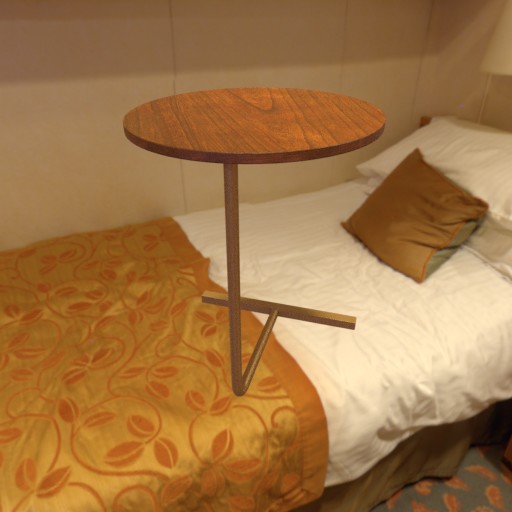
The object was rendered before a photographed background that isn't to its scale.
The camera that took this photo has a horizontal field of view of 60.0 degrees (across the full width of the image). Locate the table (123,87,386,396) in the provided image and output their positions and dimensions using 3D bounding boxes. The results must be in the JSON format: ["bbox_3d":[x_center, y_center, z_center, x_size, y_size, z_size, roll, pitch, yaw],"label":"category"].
[{"bbox_3d":[0.000,0.000,1.112,0.530,0.706,0.577,9,31,14],"label":"table"}]
